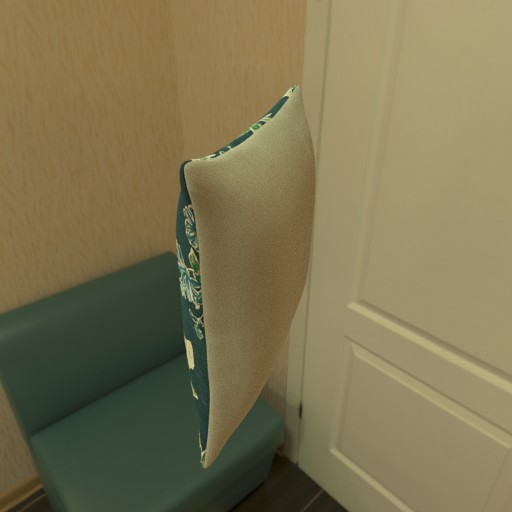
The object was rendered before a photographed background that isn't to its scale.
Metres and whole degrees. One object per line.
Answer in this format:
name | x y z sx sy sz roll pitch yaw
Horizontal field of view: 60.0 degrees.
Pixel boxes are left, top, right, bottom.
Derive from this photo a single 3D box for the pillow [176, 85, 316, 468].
pillow | 0.000 0.000 0.799 0.166 0.508 0.525 9 31 15
